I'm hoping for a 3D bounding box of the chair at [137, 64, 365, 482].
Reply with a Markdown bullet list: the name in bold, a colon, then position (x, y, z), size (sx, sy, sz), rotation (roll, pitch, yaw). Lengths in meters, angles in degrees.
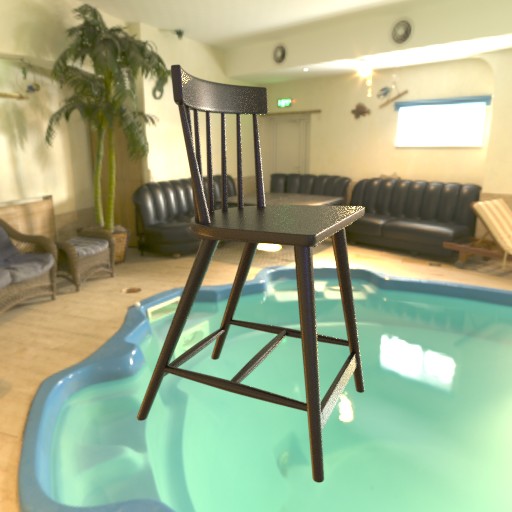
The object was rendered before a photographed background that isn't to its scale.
- **chair**: position (0.000, 0.000, 1.253), size (0.572, 0.952, 0.483), rotation (7, 16, 25)
